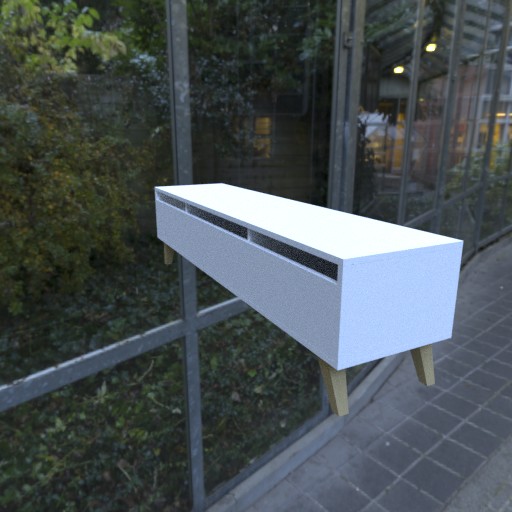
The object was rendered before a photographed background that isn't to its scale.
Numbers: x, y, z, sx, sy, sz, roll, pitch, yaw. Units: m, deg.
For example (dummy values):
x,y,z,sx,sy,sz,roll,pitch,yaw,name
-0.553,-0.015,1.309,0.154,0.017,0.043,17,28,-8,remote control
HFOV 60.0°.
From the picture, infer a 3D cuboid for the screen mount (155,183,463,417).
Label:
x,y,z,sx,sy,sz,roll,pitch,yaw,name
0.000,0.000,1.856,0.399,0.432,1.644,-8,17,-26,screen mount
